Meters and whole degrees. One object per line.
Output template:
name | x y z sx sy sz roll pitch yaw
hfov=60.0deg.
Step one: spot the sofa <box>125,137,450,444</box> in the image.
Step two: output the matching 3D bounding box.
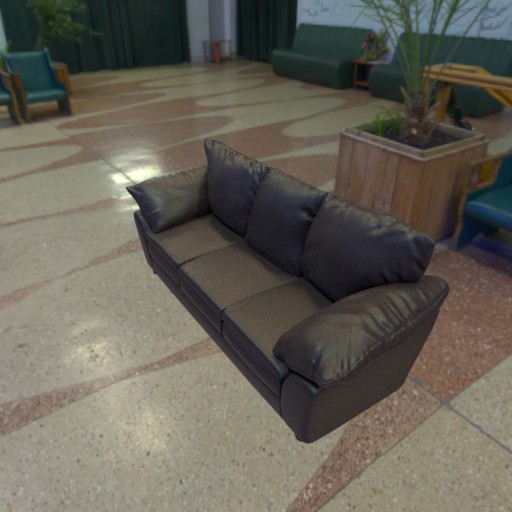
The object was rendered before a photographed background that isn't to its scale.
sofa | 0.000 0.000 2.916 0.907 1.091 2.390 -19 36 -28
